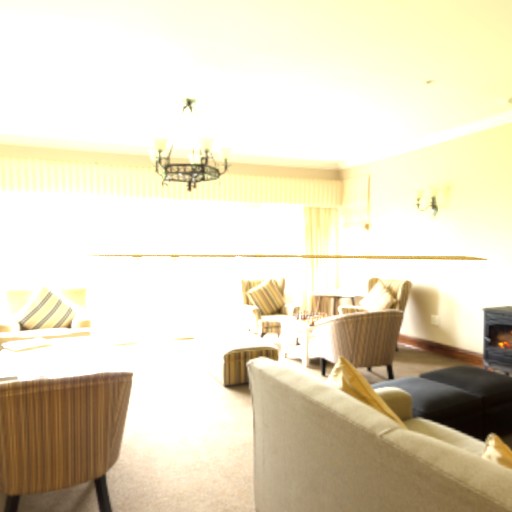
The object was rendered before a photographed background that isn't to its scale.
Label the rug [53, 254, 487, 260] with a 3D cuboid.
[{"bbox_3d":[0.000,0.000,2.603,2.340,0.013,0.686,0,1,18],"label":"rug"}]
